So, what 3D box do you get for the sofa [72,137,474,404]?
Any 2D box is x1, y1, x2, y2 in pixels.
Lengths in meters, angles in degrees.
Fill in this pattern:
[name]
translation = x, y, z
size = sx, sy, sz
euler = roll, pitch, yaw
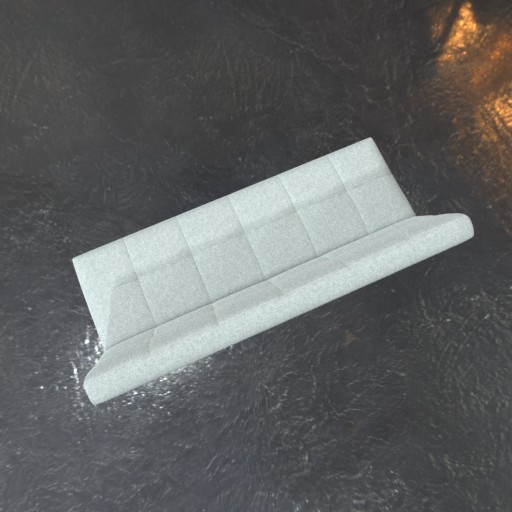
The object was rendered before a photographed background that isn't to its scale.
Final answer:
[sofa]
translation = 0.000, 0.000, 2.312
size = 1.820, 0.800, 0.800
euler = -23, 76, -6
